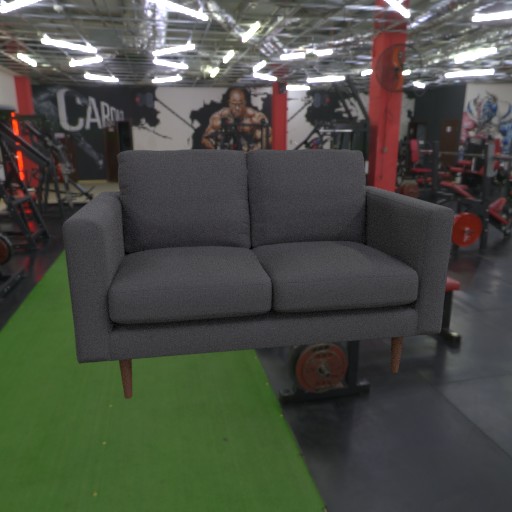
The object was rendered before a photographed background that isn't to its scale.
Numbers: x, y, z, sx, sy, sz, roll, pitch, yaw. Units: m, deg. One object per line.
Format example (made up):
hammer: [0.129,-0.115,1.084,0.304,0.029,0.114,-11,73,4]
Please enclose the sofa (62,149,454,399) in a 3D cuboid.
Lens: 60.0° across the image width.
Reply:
sofa: [0.000,0.000,1.971,1.430,0.908,0.796,-3,16,-10]
